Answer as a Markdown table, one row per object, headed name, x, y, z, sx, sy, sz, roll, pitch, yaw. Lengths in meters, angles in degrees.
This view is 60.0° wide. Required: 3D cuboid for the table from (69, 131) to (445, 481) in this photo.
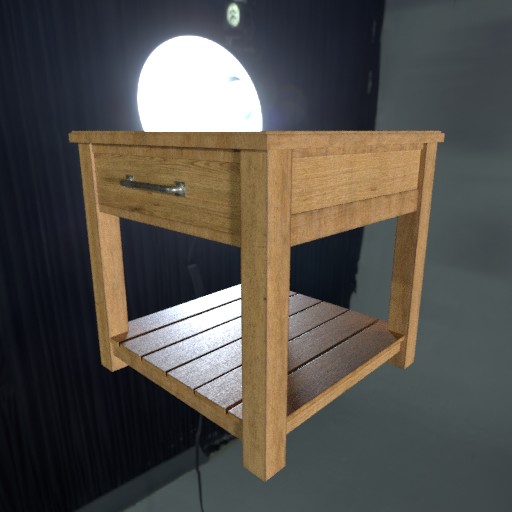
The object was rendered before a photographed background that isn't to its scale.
| name | x | y | z | sx | sy | sz | roll | pitch | yaw |
| --- | --- | --- | --- | --- | --- | --- | --- | --- | --- |
| table | 0.000 | 0.000 | 1.092 | 0.616 | 0.593 | 0.612 | 15 | 21 | 42 |
